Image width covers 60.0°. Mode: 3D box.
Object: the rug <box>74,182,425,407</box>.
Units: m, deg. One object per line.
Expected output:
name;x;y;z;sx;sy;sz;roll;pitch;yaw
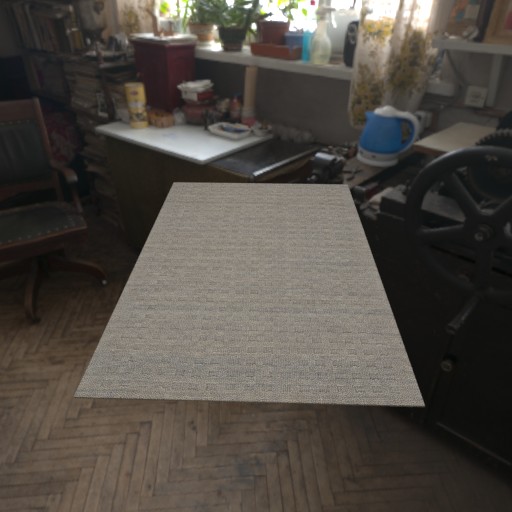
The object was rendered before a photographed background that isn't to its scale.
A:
rug;0.000;0.000;2.175;1.142;0.006;1.752;1;33;2
